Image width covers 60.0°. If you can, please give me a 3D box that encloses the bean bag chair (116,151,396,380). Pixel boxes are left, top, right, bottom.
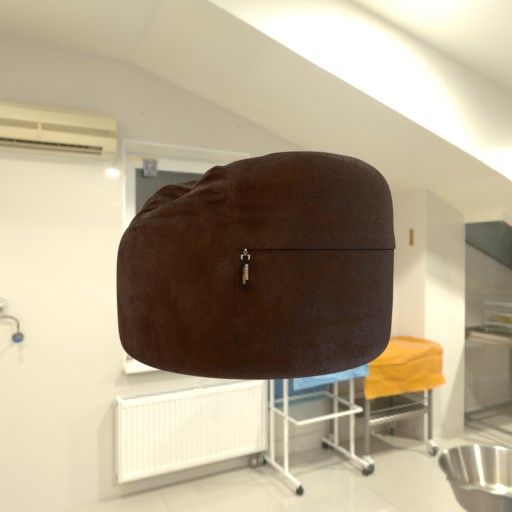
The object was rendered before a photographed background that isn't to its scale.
[{"bbox_3d":[0.000,0.000,1.520,0.918,0.616,0.918,0,1,0],"label":"bean bag chair"}]
